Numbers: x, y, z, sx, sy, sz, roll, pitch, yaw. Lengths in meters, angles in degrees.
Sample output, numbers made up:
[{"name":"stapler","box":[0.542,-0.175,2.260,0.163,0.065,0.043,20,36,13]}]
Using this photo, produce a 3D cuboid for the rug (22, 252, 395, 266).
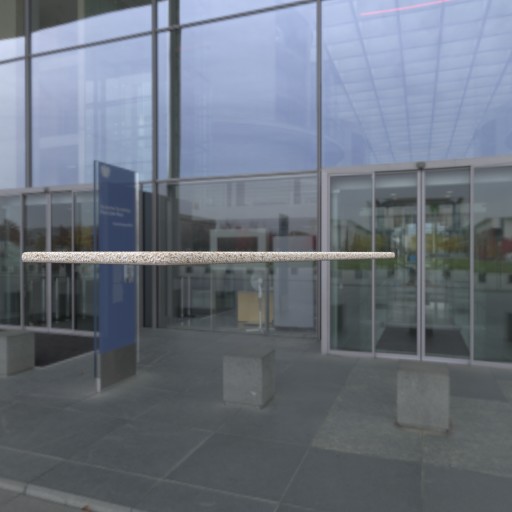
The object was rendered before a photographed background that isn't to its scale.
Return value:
[{"name":"rug","box":[0.000,0.000,1.738,0.609,0.030,1.524,0,1,35]}]
